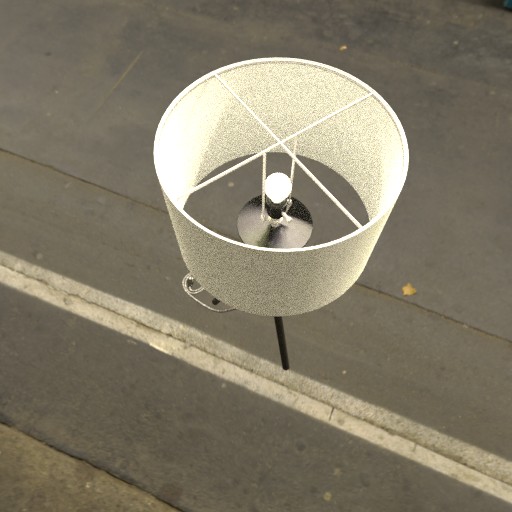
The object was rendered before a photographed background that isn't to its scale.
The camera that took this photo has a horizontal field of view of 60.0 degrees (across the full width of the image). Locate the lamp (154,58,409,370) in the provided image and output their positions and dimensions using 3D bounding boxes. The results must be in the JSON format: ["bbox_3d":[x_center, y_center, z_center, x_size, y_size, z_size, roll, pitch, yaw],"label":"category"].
[{"bbox_3d":[0.000,0.000,0.916,0.422,0.674,0.353,1,61,1],"label":"lamp"}]
